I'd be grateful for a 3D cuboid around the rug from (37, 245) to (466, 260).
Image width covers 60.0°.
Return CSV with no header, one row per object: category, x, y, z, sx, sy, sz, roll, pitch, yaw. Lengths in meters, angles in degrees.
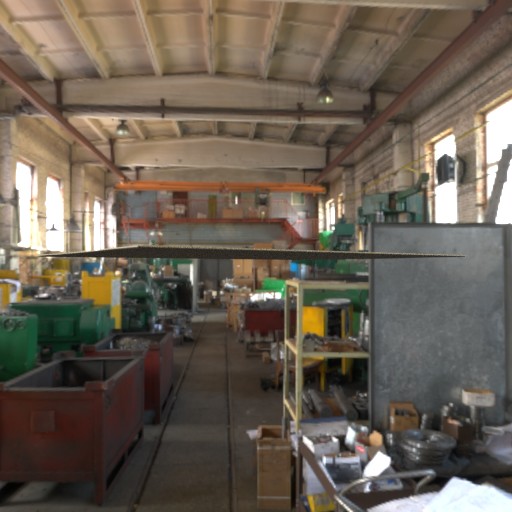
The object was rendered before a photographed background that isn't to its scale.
rug,0.000,0.000,4.970,3.935,0.025,2.782,1,-2,-38
